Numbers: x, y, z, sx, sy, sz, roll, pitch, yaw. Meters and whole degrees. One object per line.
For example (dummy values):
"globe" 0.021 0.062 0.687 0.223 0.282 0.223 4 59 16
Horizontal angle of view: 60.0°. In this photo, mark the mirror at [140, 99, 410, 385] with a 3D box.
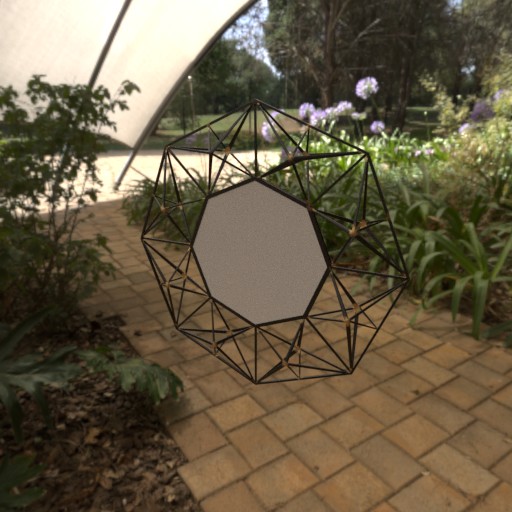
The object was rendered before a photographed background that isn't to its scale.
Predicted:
"mirror" 0.000 0.000 1.063 0.710 0.710 0.094 9 19 26
